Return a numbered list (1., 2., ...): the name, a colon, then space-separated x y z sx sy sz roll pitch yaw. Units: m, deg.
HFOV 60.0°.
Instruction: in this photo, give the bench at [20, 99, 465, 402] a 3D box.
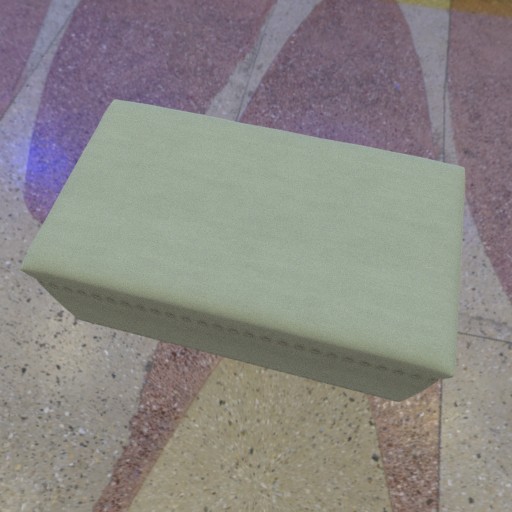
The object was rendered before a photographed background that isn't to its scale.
1. bench: 0.000 0.000 1.145 0.887 0.449 0.500 13 63 7
